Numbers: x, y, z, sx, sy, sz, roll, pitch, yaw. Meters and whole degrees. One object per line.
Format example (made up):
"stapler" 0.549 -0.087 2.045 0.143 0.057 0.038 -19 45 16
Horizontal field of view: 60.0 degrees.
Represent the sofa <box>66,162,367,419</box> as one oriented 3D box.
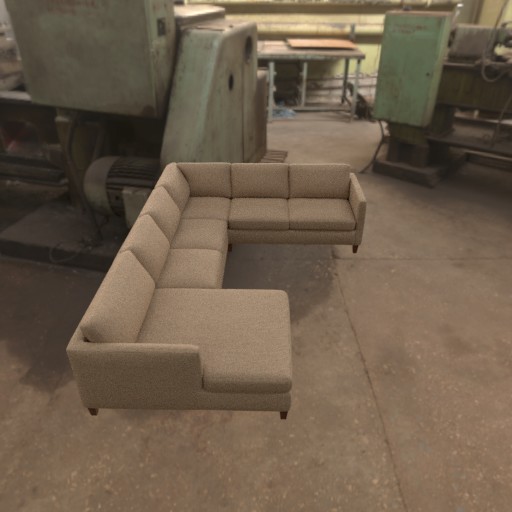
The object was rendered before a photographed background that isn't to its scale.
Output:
"sofa" 0.000 0.000 4.530 2.551 0.889 3.403 1 32 1
